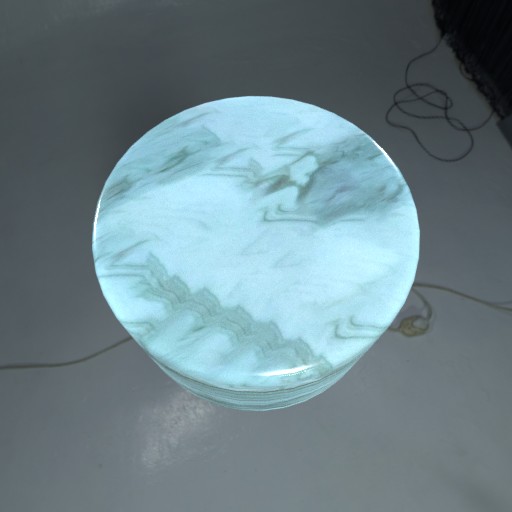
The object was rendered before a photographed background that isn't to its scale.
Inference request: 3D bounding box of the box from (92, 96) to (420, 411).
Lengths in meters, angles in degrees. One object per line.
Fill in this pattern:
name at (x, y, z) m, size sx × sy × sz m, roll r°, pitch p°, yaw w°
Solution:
box at (0.000, 0.000, 0.162) m, size 0.101 × 0.063 × 0.101 m, roll 0°, pitch 64°, yaw 0°
